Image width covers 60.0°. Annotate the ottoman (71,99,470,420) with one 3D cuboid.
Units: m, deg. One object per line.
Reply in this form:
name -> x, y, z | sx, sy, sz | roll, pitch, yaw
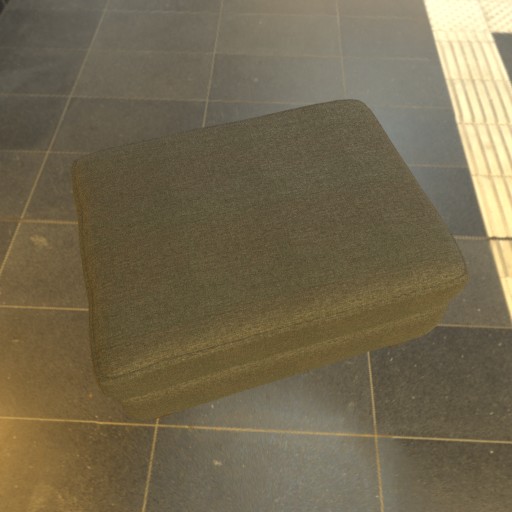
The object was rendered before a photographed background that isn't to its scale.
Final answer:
ottoman -> 0.000, 0.000, 1.198 | 0.826, 0.496, 0.639 | -15, 60, -9
